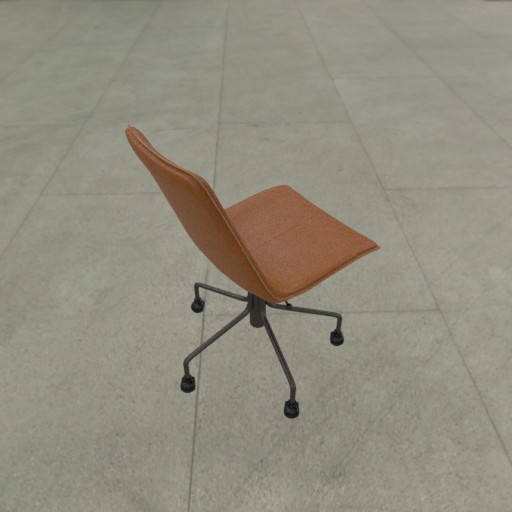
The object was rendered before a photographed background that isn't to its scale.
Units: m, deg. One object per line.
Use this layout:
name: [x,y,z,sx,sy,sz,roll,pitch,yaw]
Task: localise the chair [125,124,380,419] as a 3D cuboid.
chair: [0.000,0.000,1.409,0.660,0.920,0.651,-26,47,-27]
